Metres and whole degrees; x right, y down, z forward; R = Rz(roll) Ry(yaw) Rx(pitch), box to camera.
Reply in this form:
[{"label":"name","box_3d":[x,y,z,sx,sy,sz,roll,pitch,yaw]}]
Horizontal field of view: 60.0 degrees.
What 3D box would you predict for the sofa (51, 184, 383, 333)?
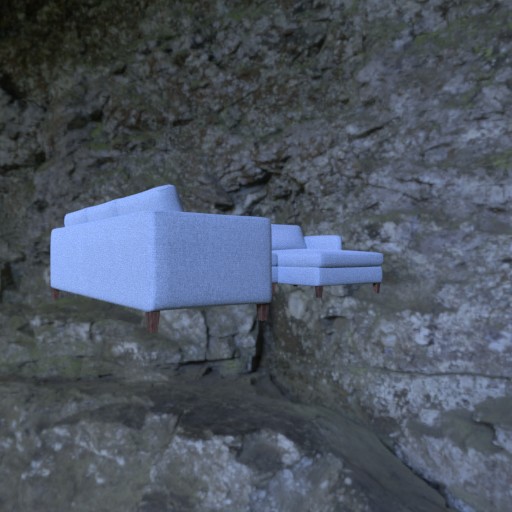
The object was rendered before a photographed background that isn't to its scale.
[{"label":"sofa","box_3d":[0.000,0.000,4.527,3.403,0.889,2.551,0,0,-37]}]
